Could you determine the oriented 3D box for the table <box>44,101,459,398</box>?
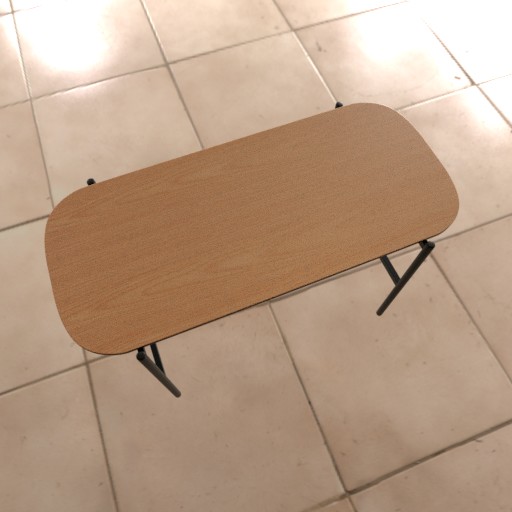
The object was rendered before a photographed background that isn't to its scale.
[{"bbox_3d":[0.000,0.000,1.046,0.800,0.400,0.400,-20,65,-10],"label":"table"}]
